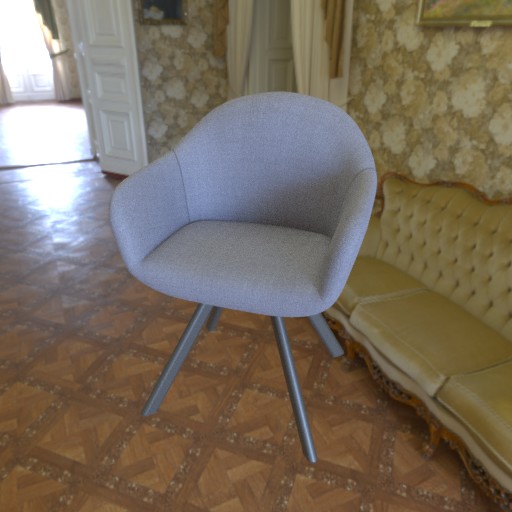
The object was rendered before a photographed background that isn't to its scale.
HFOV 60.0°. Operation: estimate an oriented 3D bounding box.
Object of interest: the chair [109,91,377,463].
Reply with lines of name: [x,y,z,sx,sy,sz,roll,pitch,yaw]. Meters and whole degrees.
chair: [0.000,0.000,1.204,0.590,0.795,0.550,8,28,17]
